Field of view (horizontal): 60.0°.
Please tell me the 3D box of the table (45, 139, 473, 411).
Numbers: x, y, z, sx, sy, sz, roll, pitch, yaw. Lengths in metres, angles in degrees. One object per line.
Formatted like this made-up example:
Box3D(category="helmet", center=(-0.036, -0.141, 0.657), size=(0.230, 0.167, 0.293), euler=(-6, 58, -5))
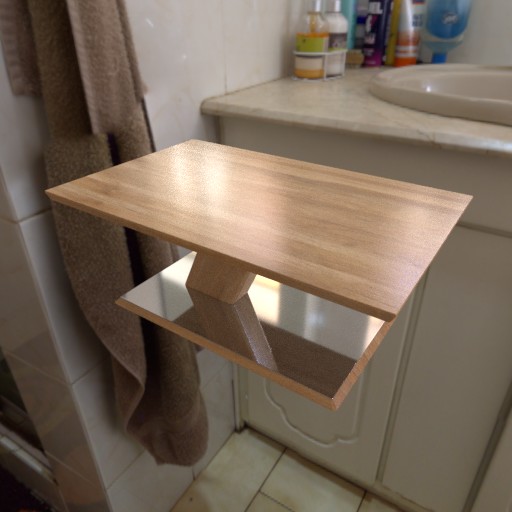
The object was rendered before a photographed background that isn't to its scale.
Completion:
Box3D(category="table", center=(0.000, 0.000, 1.453), size=(1.100, 0.441, 0.692), euler=(19, 35, 29))
